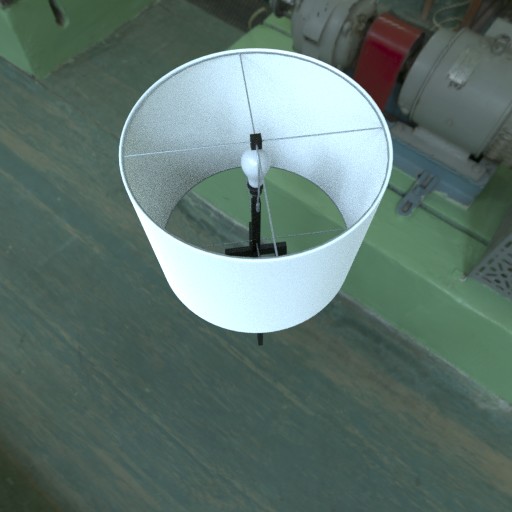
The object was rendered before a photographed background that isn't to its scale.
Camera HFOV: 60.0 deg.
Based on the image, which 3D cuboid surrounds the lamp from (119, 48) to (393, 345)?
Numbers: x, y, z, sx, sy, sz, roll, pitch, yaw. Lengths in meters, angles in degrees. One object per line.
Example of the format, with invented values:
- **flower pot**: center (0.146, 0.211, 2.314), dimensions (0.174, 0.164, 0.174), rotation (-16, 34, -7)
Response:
- **lamp**: center (0.000, 0.000, 0.634), dimensions (0.257, 0.489, 0.257), rotation (34, 68, 16)
